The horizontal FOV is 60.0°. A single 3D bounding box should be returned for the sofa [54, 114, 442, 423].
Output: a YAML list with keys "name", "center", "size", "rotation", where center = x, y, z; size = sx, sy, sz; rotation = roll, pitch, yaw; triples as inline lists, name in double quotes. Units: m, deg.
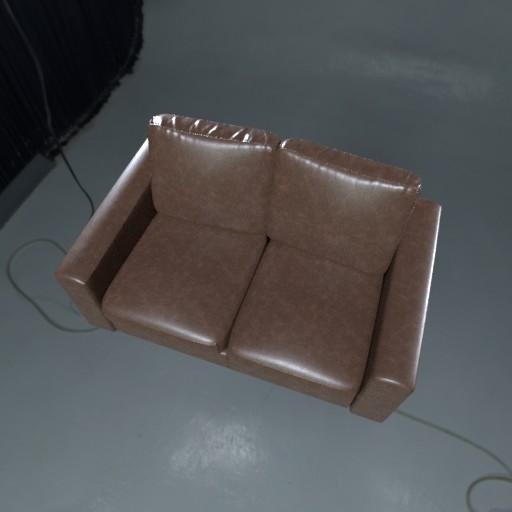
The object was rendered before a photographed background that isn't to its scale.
- name: "sofa"
  center: [0.000, 0.000, 2.179]
  size: [1.616, 0.873, 1.016]
  rotation: [16, 58, 10]
